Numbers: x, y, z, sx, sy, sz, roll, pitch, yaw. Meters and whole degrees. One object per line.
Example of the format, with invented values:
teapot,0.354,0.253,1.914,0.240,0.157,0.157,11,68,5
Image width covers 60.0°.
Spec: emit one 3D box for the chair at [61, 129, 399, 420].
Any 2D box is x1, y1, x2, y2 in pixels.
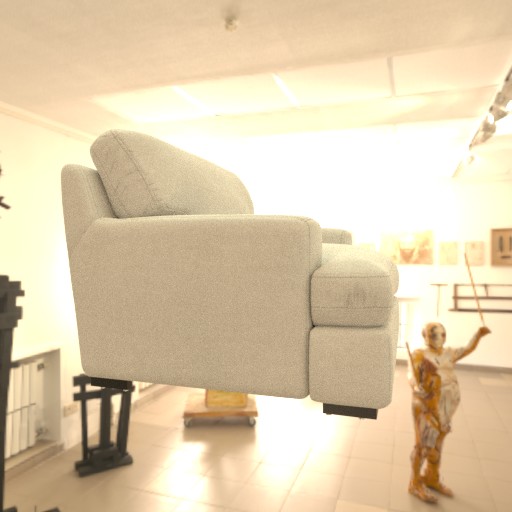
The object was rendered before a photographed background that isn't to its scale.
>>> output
chair,0.000,0.000,1.906,1.158,0.930,1.140,0,1,19
